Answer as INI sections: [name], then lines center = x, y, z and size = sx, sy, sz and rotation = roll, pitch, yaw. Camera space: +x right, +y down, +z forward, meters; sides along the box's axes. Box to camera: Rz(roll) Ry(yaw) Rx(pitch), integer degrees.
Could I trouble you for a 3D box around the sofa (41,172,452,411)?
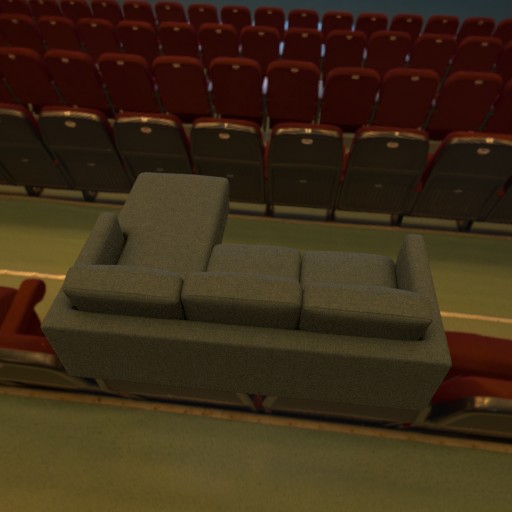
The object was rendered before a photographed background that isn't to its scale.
[sofa]
center = 0.000, 0.000, 2.905
size = 2.055, 0.957, 1.667
rotation = 4, 46, 4
